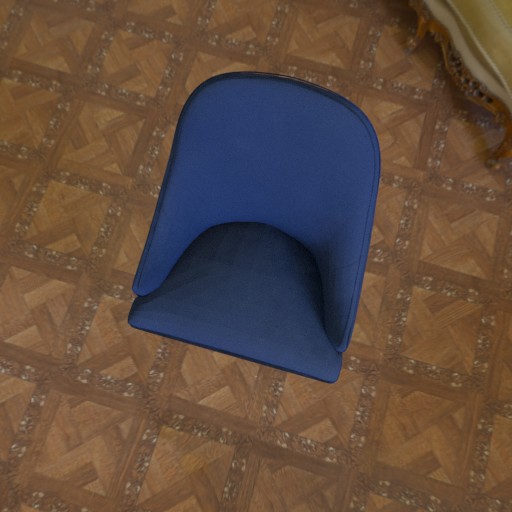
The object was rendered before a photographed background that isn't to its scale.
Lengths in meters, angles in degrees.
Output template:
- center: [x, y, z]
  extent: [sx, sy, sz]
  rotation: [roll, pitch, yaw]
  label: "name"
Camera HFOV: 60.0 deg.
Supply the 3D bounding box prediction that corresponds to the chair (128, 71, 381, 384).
- center: [0.000, 0.000, 1.283]
  extent: [0.643, 0.889, 0.575]
  rotation: [15, 75, 4]
  label: "chair"
